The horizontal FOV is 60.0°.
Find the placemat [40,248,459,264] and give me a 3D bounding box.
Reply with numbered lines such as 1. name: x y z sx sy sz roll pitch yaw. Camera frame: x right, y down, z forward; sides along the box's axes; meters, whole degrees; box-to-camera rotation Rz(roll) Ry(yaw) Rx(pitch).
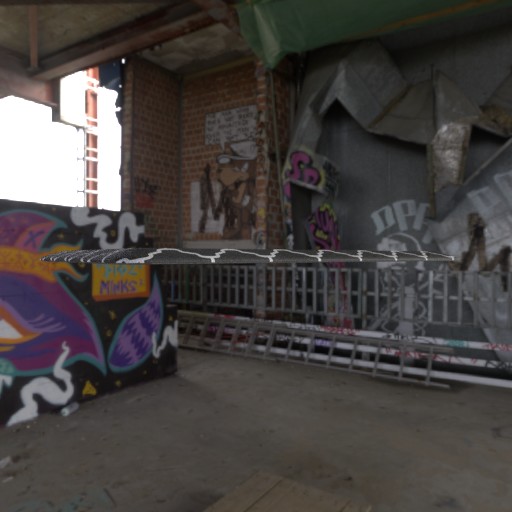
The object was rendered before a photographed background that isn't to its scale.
1. placemat: 0.000 0.000 0.944 0.762 0.021 0.508 0 0 -36
